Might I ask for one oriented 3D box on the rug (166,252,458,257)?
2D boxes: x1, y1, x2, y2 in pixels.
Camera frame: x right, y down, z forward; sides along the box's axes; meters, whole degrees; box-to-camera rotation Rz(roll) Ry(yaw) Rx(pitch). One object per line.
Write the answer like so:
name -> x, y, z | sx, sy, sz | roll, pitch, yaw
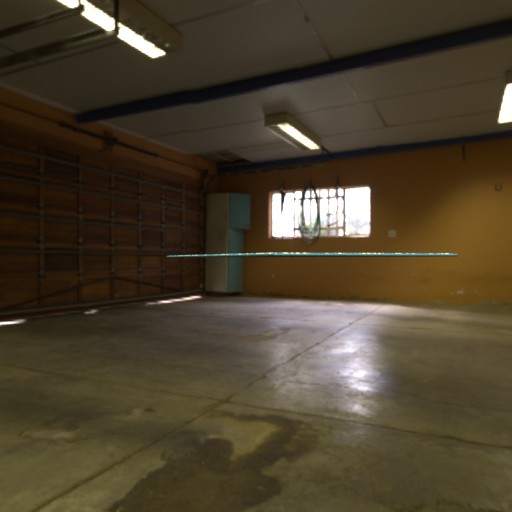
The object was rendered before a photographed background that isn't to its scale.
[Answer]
rug -> 0.000, 0.000, 2.403 | 0.662, 0.011, 2.196 | 0, 0, -19
